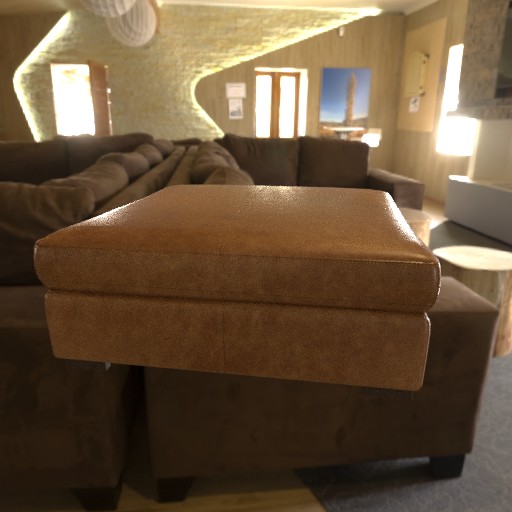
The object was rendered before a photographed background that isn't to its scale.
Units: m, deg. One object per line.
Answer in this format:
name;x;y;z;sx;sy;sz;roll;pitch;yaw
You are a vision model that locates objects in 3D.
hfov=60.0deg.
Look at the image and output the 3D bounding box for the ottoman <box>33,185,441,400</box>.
ottoman;0.000;0.000;1.814;1.168;0.483;1.169;3;17;9
